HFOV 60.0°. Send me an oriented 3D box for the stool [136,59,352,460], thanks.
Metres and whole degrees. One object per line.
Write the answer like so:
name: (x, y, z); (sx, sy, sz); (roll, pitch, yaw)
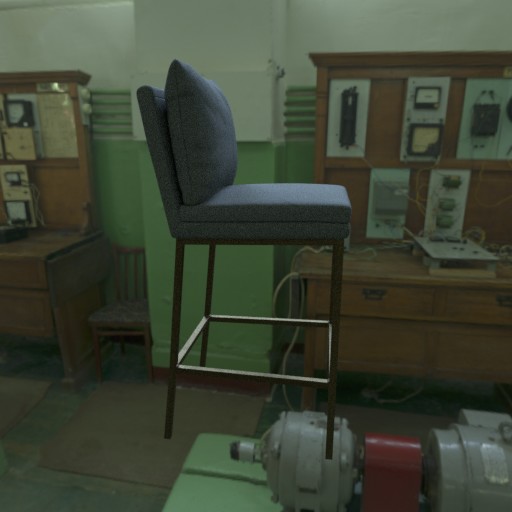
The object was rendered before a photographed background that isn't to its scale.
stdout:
stool: (0.000, 0.000, 1.437); (0.569, 1.130, 0.463); (2, 16, 9)
